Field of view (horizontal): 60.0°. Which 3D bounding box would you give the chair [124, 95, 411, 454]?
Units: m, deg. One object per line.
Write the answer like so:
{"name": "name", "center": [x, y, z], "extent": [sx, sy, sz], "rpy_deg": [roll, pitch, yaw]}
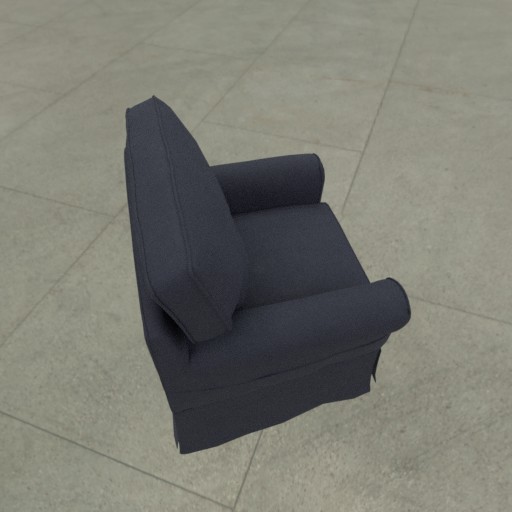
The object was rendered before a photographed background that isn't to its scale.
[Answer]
{"name": "chair", "center": [0.000, 0.000, 1.950], "extent": [1.002, 1.140, 1.119], "rpy_deg": [-11, 47, -10]}
